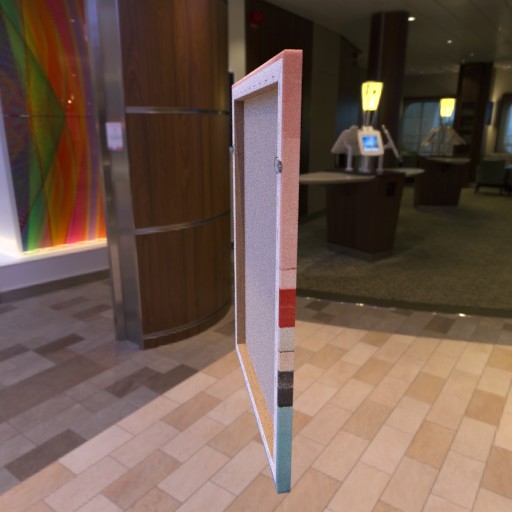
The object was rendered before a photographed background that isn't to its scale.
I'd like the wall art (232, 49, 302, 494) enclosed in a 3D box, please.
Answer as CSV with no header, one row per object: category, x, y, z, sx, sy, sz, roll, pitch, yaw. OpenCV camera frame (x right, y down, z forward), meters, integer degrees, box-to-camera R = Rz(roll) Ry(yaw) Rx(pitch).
wall art,0.000,0.000,1.324,0.039,1.016,0.761,-3,17,-10
